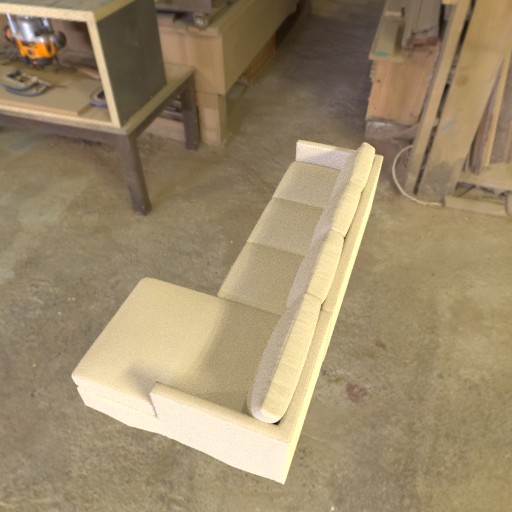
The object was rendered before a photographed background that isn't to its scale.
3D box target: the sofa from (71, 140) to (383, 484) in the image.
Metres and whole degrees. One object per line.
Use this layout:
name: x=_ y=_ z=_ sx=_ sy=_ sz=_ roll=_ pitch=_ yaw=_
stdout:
sofa: x=0.000 y=0.000 z=3.922 sx=1.622 sy=0.871 sz=3.206 roll=15 pitch=48 yaw=14
